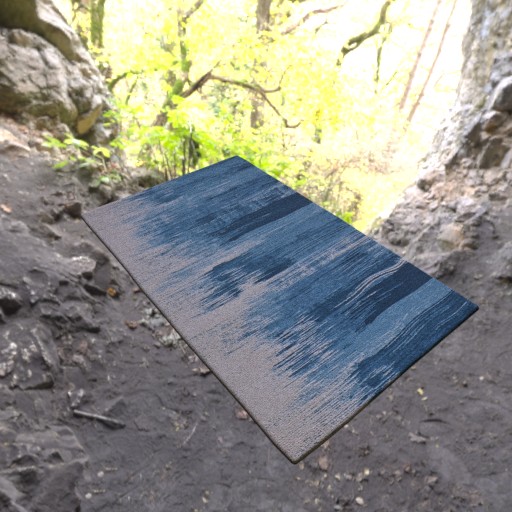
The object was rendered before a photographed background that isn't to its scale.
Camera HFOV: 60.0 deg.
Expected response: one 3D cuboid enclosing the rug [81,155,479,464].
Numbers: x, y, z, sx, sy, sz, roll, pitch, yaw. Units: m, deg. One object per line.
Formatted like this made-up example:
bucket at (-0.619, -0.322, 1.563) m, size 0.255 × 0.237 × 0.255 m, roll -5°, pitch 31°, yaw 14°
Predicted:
rug at (0.000, 0.000, 3.041) m, size 1.540 × 0.027 × 2.450 m, roll -28°, pitch 48°, yaw -28°
